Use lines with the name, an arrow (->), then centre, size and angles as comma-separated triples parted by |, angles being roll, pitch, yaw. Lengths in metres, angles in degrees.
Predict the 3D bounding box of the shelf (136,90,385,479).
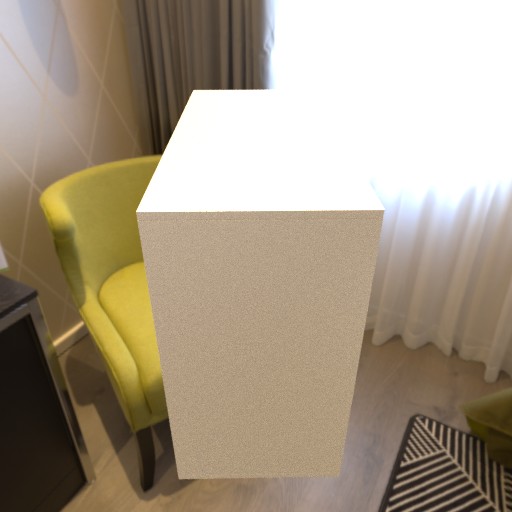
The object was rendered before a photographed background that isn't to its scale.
shelf -> 0.000, 0.000, 1.278 | 0.396, 0.732, 0.895 | -1, 32, -1
